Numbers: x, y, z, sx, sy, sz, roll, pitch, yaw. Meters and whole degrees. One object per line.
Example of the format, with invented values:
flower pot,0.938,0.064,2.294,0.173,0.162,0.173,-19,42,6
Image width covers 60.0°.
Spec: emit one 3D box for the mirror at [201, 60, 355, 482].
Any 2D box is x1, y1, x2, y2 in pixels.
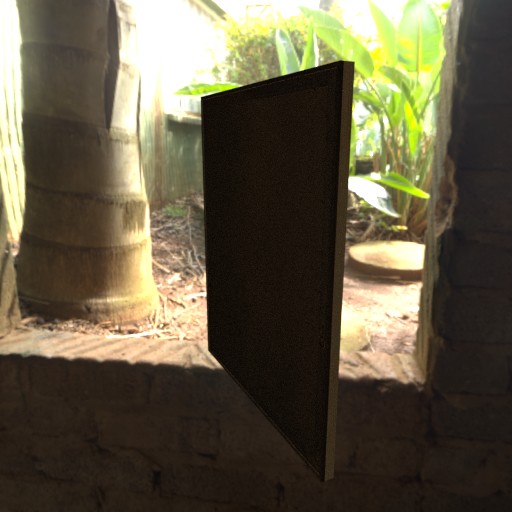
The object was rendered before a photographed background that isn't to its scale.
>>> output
mirror,0.000,0.000,1.212,0.032,0.882,0.730,-7,16,-26
